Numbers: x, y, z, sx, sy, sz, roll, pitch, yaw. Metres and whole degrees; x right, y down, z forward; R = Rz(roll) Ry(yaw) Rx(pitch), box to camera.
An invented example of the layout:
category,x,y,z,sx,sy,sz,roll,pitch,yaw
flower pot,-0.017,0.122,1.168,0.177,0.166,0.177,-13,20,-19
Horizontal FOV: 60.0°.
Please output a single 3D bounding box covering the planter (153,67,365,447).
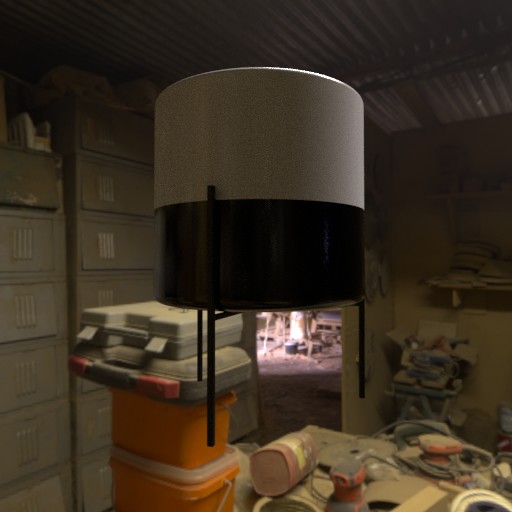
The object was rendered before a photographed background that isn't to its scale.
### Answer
category,x,y,z,sx,sy,sz,roll,pitch,yaw
planter,0.000,0.000,0.652,0.310,0.432,0.310,-1,-1,35
